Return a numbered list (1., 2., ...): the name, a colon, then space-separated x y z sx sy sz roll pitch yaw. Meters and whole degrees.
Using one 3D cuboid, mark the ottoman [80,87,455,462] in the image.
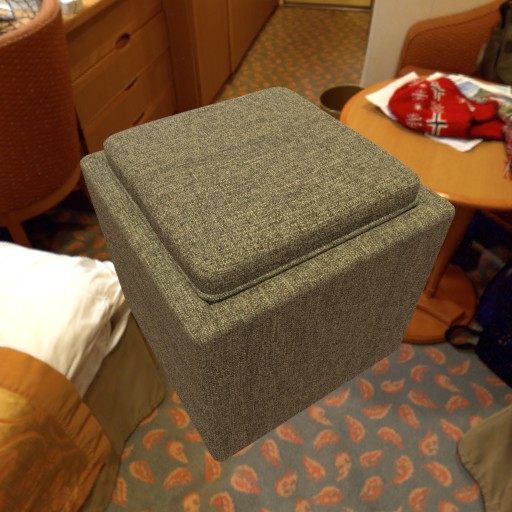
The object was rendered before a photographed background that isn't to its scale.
1. ottoman: 0.000 0.000 0.838 0.450 0.460 0.450 -25 51 -22
